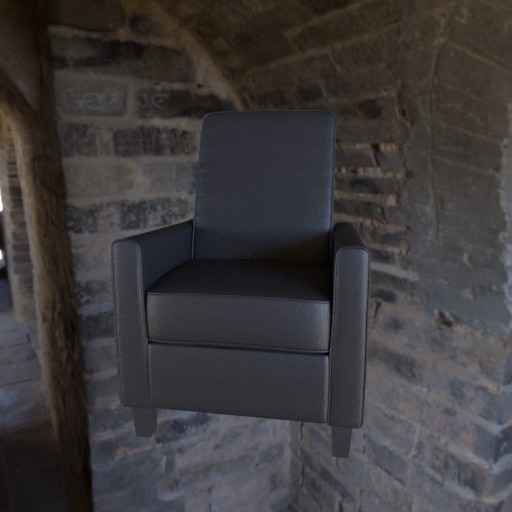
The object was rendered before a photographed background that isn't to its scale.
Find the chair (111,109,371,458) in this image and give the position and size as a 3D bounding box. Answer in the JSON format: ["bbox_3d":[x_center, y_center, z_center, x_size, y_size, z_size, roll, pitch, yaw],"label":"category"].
[{"bbox_3d":[0.000,0.000,1.512,0.705,1.013,0.746,2,13,9],"label":"chair"}]
